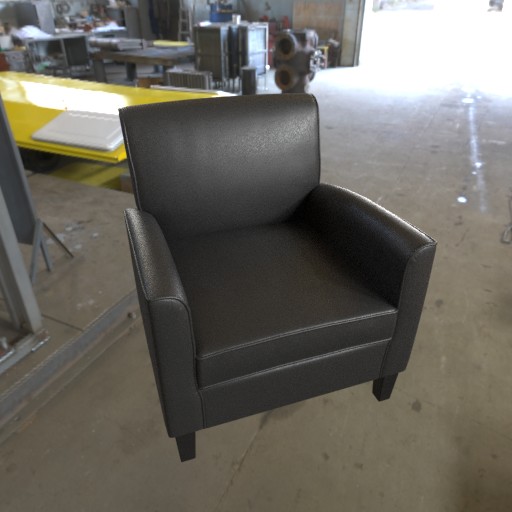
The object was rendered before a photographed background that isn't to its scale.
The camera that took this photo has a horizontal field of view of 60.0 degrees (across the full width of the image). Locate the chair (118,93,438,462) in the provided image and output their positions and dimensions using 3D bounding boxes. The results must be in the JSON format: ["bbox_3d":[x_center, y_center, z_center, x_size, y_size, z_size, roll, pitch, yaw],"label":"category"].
[{"bbox_3d":[0.000,0.000,1.536,0.820,0.916,0.819,-10,33,-16],"label":"chair"}]
